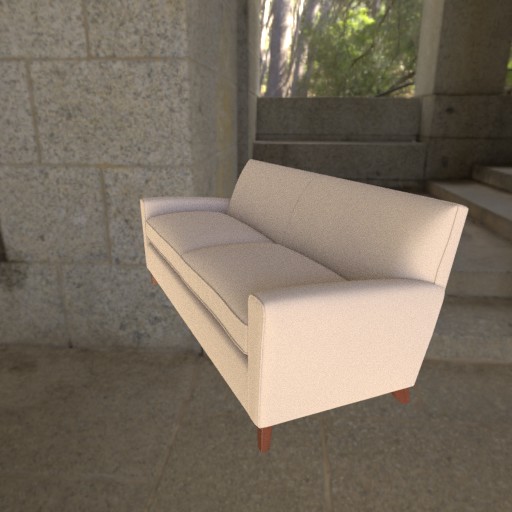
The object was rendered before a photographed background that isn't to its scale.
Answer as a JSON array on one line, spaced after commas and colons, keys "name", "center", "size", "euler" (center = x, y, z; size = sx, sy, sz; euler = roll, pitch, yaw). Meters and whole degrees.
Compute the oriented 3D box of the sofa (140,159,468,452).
[{"name": "sofa", "center": [0.000, 0.000, 2.421], "size": [0.875, 0.846, 2.000], "euler": [-8, 19, -23]}]
